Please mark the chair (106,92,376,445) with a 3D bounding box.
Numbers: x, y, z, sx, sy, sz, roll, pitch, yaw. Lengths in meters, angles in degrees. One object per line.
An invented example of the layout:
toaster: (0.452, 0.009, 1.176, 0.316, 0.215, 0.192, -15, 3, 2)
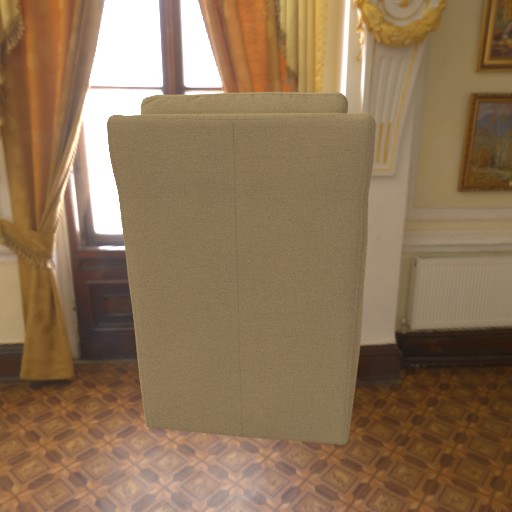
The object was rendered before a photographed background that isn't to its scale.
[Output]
chair: (0.000, 0.000, 1.368, 0.626, 0.914, 0.694, 2, 15, 7)
